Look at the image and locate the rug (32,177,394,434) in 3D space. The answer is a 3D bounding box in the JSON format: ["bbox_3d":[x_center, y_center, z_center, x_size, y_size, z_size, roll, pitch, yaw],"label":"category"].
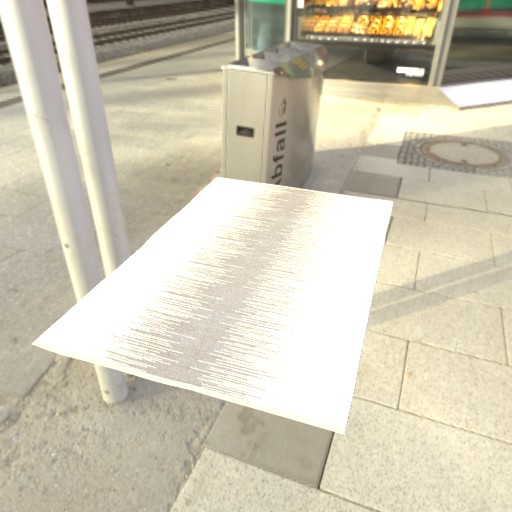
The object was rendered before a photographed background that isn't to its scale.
[{"bbox_3d":[0.000,0.000,2.278,1.226,0.007,1.815,11,34,16],"label":"rug"}]
